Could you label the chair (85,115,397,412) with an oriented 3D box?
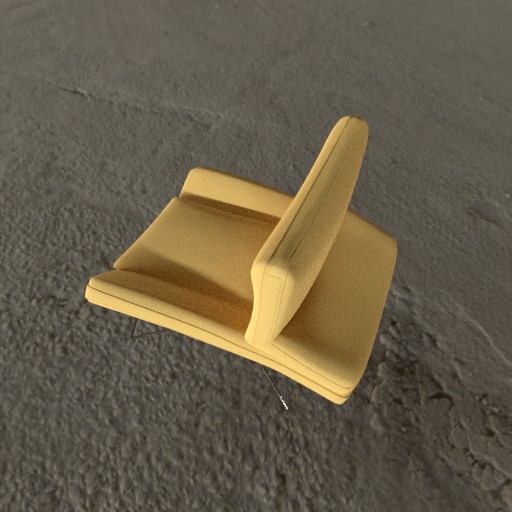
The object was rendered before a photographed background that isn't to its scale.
[{"bbox_3d":[0.000,0.000,1.697,1.008,0.855,0.859,17,48,16],"label":"chair"}]
